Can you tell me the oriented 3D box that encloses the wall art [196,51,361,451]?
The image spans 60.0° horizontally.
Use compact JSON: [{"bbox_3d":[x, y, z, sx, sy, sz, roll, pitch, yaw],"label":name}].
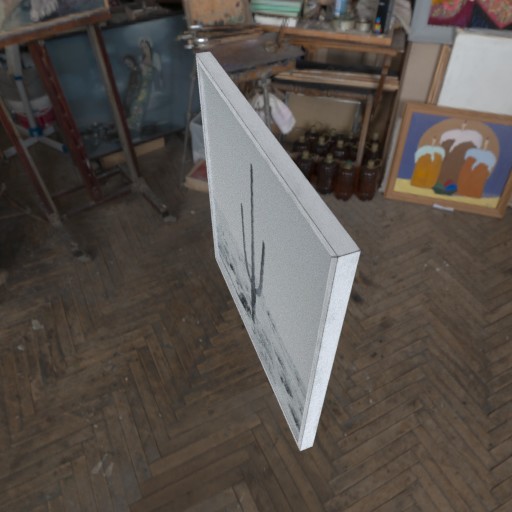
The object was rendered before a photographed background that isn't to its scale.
[{"bbox_3d":[0.000,0.000,1.165,0.038,0.762,0.762,-15,49,-14],"label":"wall art"}]
